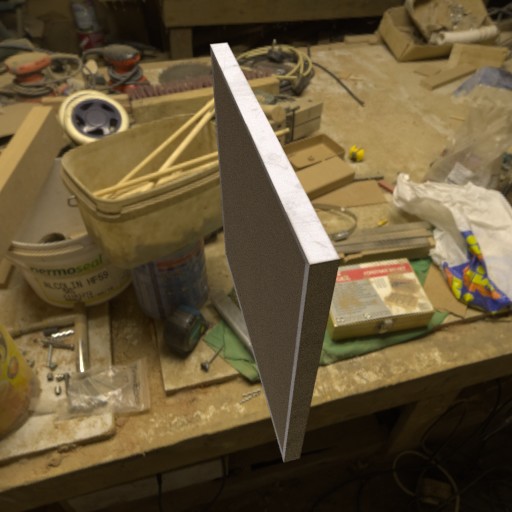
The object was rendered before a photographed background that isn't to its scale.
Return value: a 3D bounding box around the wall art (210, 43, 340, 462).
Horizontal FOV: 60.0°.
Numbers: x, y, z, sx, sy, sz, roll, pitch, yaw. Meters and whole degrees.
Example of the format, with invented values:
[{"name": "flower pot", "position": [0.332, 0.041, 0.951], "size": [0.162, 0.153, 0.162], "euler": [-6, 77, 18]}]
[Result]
[{"name": "wall art", "position": [0.000, 0.000, 0.750], "size": [0.029, 0.506, 0.508], "euler": [-10, 47, -10]}]
